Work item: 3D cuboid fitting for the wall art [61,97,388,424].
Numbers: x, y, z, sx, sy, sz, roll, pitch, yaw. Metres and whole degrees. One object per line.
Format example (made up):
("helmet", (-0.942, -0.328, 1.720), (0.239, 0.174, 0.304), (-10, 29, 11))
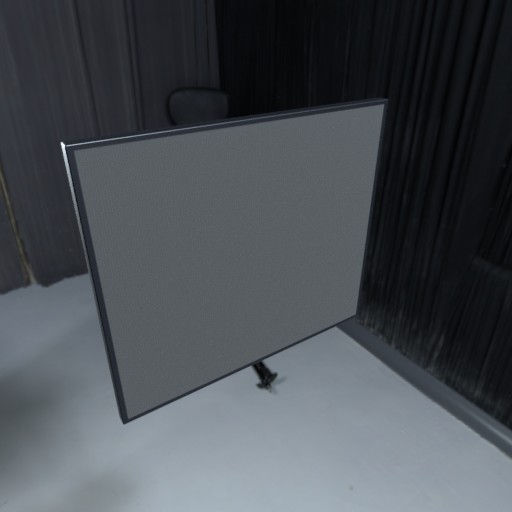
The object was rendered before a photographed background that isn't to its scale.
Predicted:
("wall art", (0.000, 0.000, 0.732), (0.521, 0.450, 0.018), (-18, 34, -29))
